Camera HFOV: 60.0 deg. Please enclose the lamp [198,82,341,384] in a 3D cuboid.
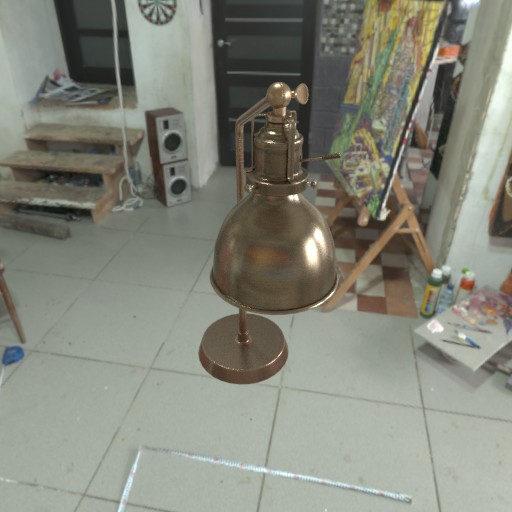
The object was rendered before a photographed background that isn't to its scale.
[{"bbox_3d":[0.000,0.000,0.582,0.153,0.456,0.286,-10,33,-16],"label":"lamp"}]
